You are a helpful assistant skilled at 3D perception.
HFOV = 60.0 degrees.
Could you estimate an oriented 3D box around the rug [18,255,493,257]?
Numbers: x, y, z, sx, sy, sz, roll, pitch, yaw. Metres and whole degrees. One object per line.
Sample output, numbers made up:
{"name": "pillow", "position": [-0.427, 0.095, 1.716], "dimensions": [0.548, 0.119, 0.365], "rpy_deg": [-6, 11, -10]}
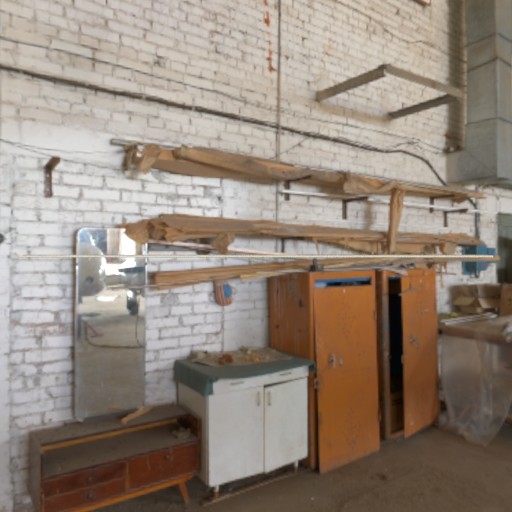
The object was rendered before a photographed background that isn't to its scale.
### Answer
{"name": "rug", "position": [0.000, 0.000, 1.434], "dimensions": [1.219, 0.007, 0.604], "rpy_deg": [0, 0, 0]}
